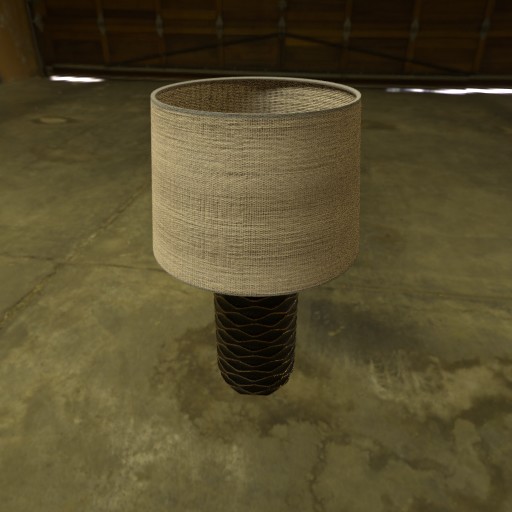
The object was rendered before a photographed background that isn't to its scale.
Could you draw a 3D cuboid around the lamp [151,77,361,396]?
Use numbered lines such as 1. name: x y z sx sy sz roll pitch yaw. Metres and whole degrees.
1. lamp: 0.000 0.000 0.843 0.376 0.594 0.376 0 30 0
